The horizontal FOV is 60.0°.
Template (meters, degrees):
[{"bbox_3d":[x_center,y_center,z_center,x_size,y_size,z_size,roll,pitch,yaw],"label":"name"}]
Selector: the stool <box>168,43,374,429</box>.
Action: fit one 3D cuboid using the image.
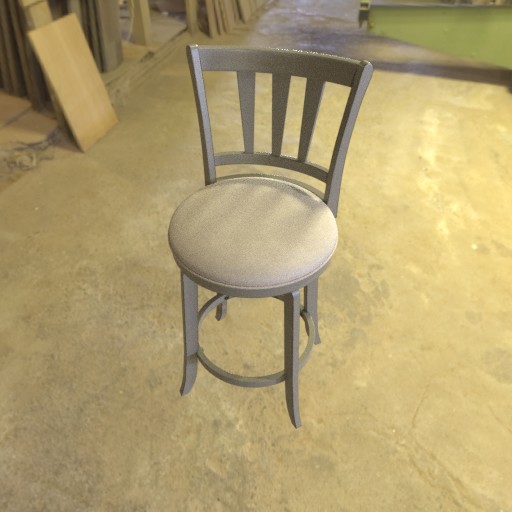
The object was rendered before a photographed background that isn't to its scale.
[{"bbox_3d":[0.000,0.000,1.243,0.450,0.994,0.486,12,43,13],"label":"stool"}]
